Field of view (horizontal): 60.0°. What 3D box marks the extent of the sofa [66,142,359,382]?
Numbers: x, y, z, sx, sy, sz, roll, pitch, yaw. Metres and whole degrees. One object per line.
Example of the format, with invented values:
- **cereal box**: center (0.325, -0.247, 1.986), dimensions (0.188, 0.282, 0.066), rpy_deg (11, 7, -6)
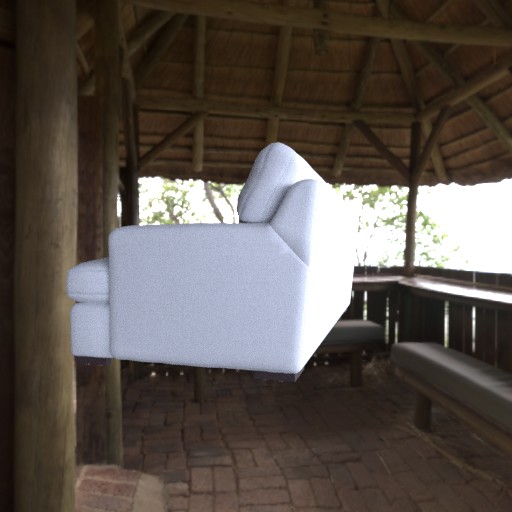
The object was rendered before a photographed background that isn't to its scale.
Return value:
- **sofa**: center (0.000, 0.000, 2.823), dimensions (1.143, 0.940, 2.261), rpy_deg (0, 1, 17)
